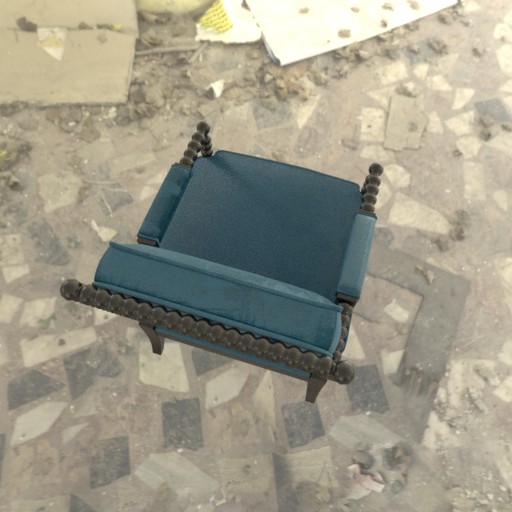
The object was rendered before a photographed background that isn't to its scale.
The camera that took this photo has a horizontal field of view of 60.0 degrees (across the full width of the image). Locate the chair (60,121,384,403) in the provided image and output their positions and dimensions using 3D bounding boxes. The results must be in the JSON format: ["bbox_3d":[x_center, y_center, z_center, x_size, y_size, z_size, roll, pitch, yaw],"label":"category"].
[{"bbox_3d":[0.000,0.000,1.426,0.688,0.857,0.805,15,65,7],"label":"chair"}]
